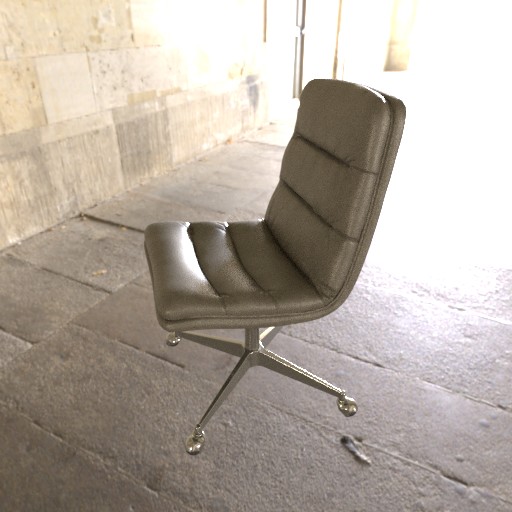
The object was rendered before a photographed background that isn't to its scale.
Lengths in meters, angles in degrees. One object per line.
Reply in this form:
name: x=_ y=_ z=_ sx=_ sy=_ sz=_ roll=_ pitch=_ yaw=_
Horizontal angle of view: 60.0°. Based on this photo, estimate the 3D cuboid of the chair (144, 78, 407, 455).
chair: x=0.000 y=0.000 z=1.021 sx=0.485 sy=0.738 sz=0.422 roll=-8 pitch=30 yaw=-15
